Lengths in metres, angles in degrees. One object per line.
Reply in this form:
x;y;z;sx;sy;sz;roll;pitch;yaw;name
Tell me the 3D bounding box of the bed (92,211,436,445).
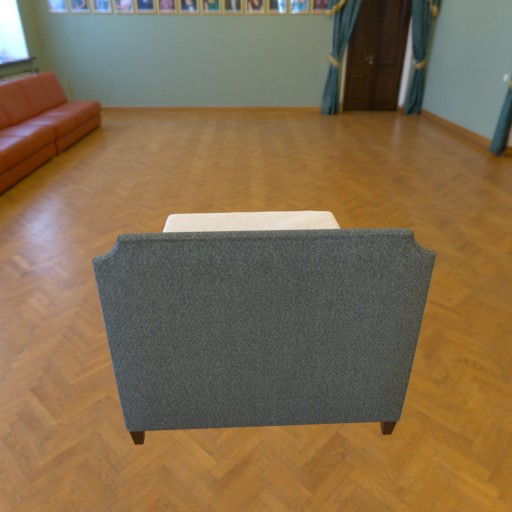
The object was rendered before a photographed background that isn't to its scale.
0.000;0.000;3.469;1.712;1.443;2.372;-1;28;-2;bed
